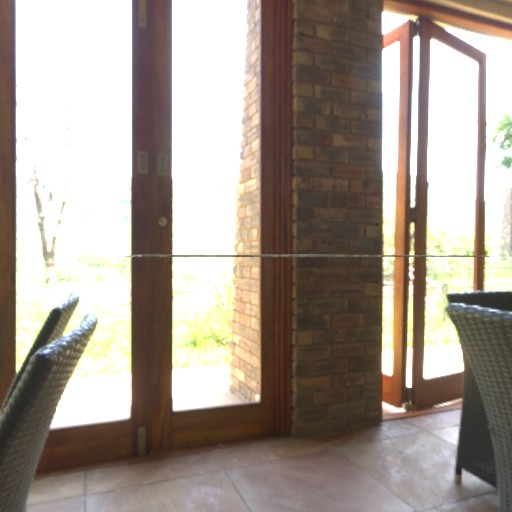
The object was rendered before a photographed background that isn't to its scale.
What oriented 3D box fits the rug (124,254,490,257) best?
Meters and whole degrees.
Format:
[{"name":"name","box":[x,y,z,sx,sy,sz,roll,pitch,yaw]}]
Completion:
[{"name":"rug","box":[0.000,0.000,2.762,1.522,0.013,2.133,0,0,-18]}]
